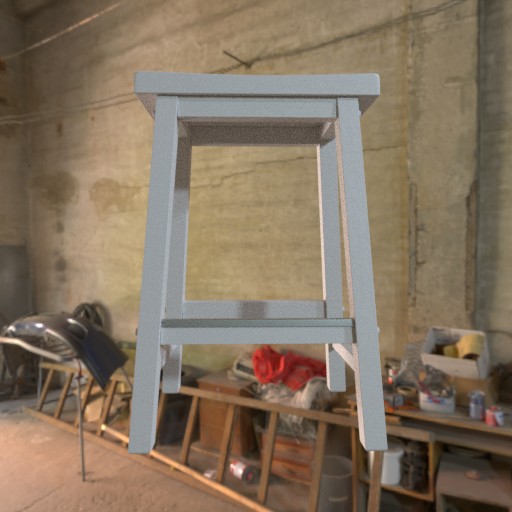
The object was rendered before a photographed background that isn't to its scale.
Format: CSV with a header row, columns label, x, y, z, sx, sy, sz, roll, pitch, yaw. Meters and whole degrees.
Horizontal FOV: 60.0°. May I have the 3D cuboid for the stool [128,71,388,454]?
label,x,y,z,sx,sy,sz,roll,pitch,yaw
stool,0.000,0.000,0.847,0.406,0.610,0.322,0,1,-2
